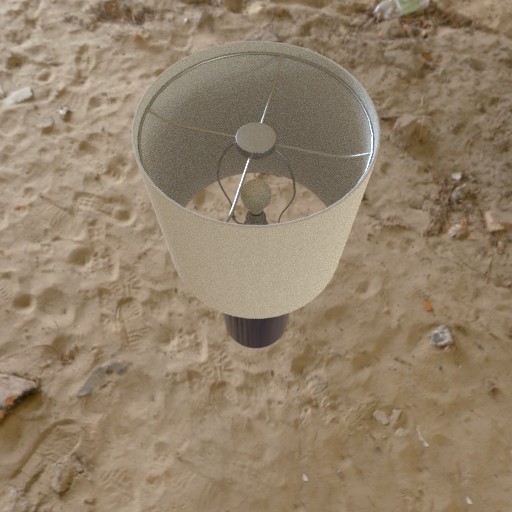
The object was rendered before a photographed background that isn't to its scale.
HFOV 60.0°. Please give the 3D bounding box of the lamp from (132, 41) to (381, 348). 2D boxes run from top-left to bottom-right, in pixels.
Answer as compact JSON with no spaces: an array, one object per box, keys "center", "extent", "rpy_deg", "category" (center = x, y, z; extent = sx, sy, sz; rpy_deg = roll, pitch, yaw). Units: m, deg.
[{"center":[0.000,0.000,0.597],"extent":[0.212,0.493,0.212],"rpy_deg":[13,63,7],"category":"lamp"}]
